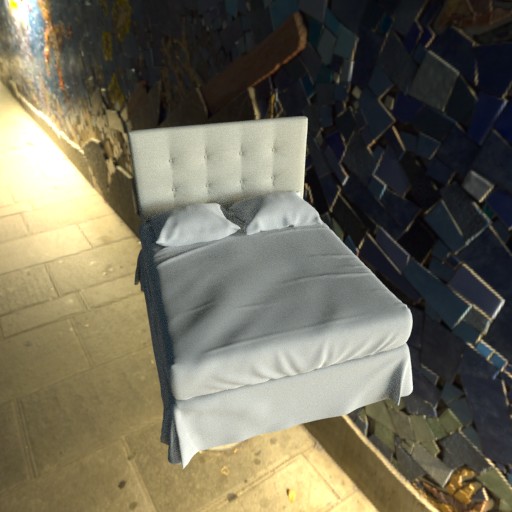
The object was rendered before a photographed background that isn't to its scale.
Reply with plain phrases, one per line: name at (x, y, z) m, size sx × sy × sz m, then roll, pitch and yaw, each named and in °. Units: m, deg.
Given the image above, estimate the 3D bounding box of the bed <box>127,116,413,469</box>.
bed at (0.000, 0.000, 3.515) m, size 1.936 × 1.577 × 2.222 m, roll -10°, pitch 33°, yaw -15°
